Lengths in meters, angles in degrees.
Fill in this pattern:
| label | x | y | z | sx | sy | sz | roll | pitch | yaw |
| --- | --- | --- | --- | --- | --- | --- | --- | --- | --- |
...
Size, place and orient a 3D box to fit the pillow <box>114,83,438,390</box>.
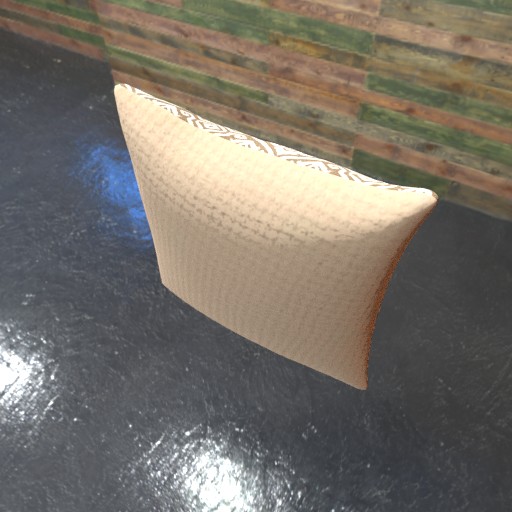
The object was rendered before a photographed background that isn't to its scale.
| label | x | y | z | sx | sy | sz | roll | pitch | yaw |
| --- | --- | --- | --- | --- | --- | --- | --- | --- | --- |
| pillow | 0.000 | 0.000 | 0.638 | 0.419 | 0.407 | 0.173 | 25 | 53 | 20 |
